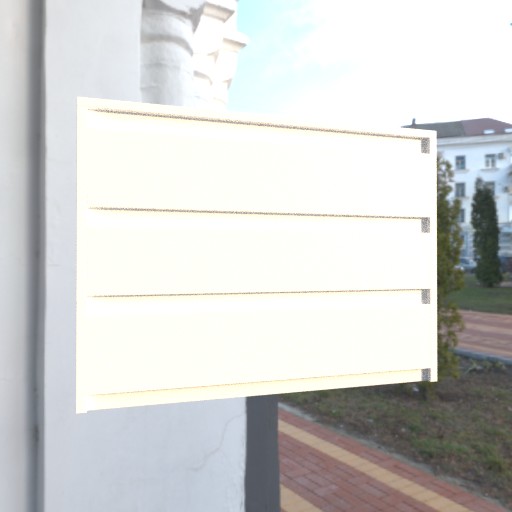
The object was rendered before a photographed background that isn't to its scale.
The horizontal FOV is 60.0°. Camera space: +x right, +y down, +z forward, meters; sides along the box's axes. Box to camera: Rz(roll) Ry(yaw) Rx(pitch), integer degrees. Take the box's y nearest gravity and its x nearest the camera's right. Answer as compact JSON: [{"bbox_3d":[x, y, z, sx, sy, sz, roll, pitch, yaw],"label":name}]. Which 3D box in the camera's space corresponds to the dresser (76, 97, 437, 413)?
[{"bbox_3d":[0.000,0.000,1.520,1.100,0.820,0.460,0,-1,-16],"label":"dresser"}]
